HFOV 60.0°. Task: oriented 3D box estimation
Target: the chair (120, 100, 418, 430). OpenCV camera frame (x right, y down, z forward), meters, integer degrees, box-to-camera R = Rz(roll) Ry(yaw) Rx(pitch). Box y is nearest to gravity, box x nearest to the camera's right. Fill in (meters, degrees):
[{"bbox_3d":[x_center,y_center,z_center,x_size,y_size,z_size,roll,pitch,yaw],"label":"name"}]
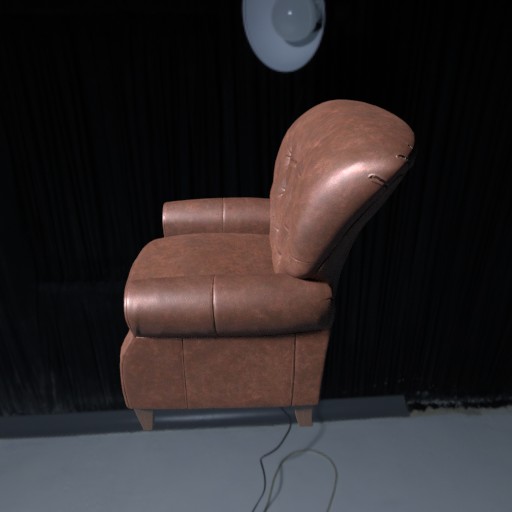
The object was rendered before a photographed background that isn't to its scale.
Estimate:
[{"bbox_3d":[0.000,0.000,1.822,1.031,1.162,0.979,-1,27,-1],"label":"chair"}]
